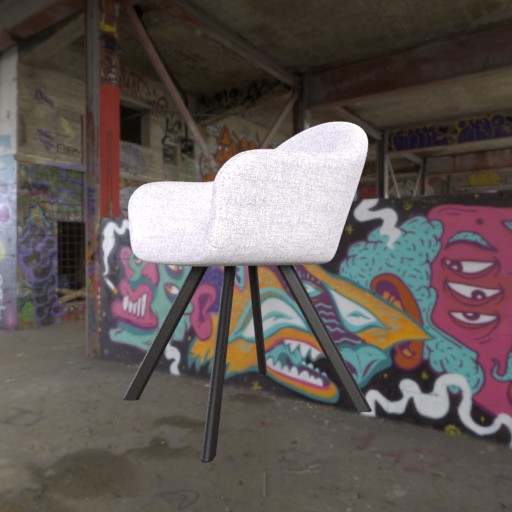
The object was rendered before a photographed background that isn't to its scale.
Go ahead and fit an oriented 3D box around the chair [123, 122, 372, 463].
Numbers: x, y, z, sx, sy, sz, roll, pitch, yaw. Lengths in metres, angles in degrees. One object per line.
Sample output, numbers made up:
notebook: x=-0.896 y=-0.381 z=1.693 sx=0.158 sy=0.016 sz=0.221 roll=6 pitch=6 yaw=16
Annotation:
chair: x=0.000 y=0.000 z=1.187 sx=0.570 sy=0.780 sz=0.540 roll=0 pitch=0 yaw=-36
